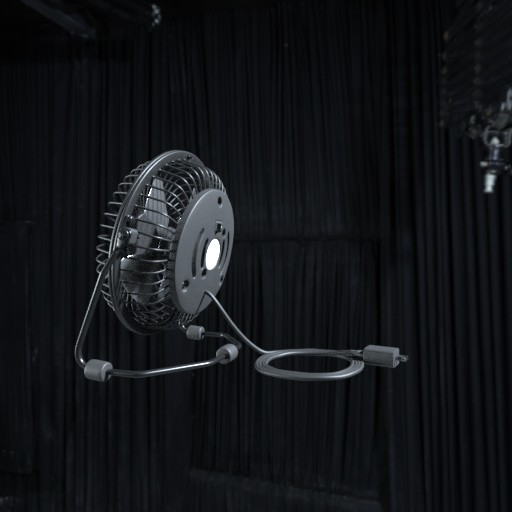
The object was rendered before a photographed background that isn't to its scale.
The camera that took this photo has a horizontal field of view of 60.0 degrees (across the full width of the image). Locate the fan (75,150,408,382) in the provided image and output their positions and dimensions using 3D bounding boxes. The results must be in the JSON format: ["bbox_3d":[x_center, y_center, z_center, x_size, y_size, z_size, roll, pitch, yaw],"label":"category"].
[{"bbox_3d":[0.000,0.000,0.309,0.202,0.152,0.153,0,1,18],"label":"fan"}]
